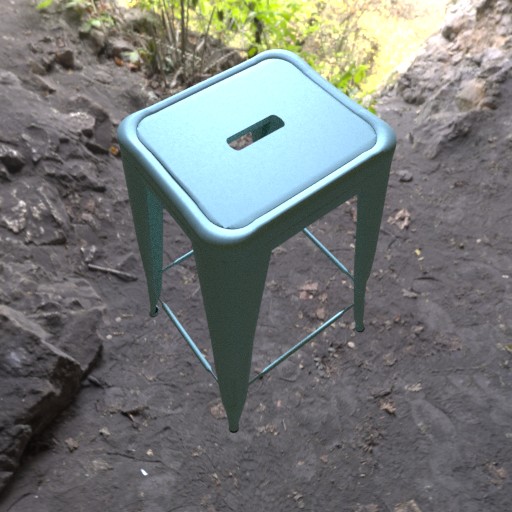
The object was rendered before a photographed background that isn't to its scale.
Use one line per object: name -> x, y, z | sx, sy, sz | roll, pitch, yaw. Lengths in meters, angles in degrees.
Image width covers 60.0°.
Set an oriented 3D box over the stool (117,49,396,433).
stool -> 0.000, 0.000, 0.819 | 0.399, 0.609, 0.359 | -33, 64, -19
